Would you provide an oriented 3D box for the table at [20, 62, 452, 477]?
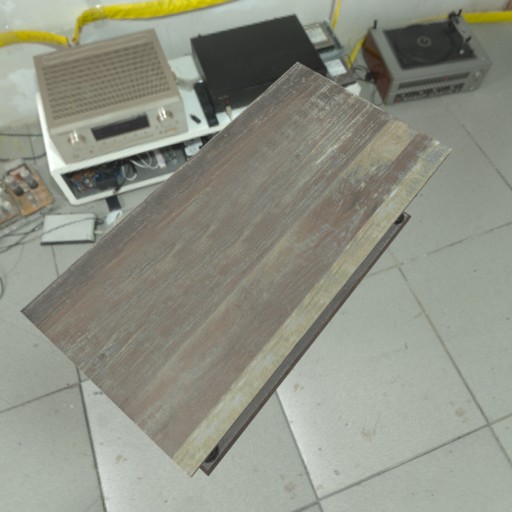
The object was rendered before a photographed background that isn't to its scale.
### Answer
[{"bbox_3d":[0.000,0.000,1.337,0.554,0.399,1.088,37,69,16],"label":"table"}]
